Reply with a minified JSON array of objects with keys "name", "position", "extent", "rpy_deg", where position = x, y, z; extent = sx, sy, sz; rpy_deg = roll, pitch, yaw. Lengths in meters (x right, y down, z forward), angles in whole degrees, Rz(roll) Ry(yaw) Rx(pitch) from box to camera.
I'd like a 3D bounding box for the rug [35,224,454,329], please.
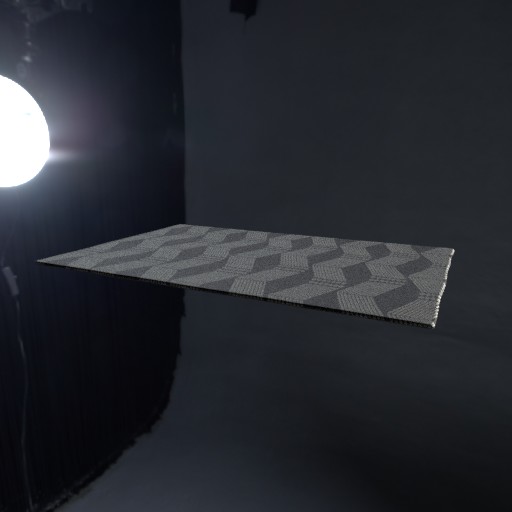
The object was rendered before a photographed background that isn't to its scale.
[{"name":"rug","position":[0.000,0.000,2.300],"extent":[1.833,0.016,1.210],"rpy_deg":[7,15,25]}]
